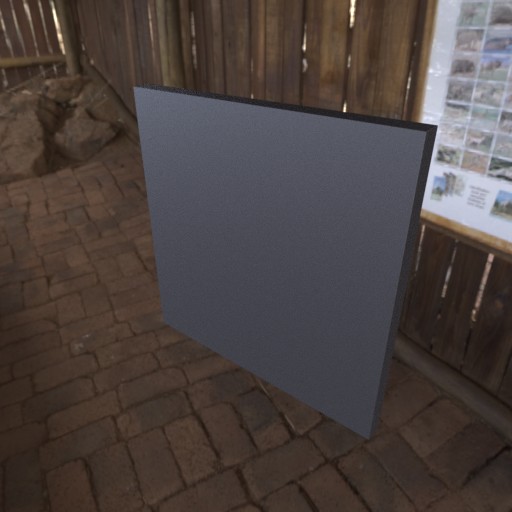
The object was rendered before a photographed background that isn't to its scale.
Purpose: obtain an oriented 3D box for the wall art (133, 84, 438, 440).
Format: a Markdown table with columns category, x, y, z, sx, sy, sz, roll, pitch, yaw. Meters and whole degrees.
| category | x | y | z | sx | sy | sz | roll | pitch | yaw |
| --- | --- | --- | --- | --- | --- | --- | --- | --- | --- |
| wall art | 0.000 | 0.000 | 0.760 | 0.507 | 0.507 | 0.038 | 21 | 36 | 33 |
